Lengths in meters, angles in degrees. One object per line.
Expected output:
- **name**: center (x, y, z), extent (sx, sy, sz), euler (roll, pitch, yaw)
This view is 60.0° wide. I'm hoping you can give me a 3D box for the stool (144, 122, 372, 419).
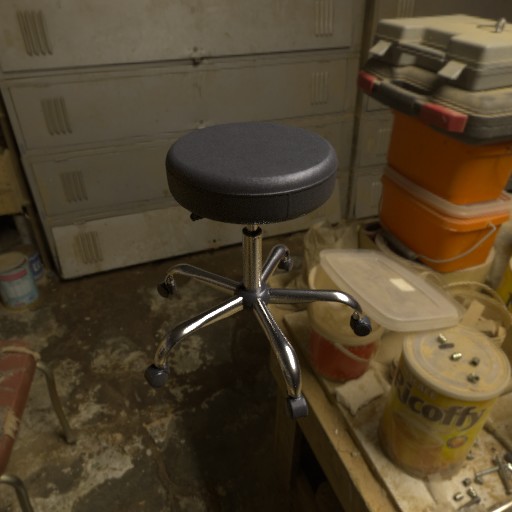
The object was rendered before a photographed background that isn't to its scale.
- **stool**: center (0.000, 0.000, 1.166), extent (0.673, 0.576, 0.638), euler (-11, 35, -16)
